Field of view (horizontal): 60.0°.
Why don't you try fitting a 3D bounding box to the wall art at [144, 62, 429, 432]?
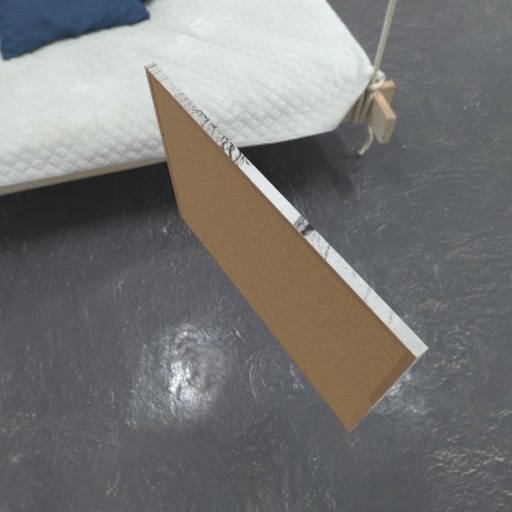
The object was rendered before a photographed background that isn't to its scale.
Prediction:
[{"bbox_3d":[0.000,0.000,1.445,0.035,0.758,1.141,-31,63,-18],"label":"wall art"}]
